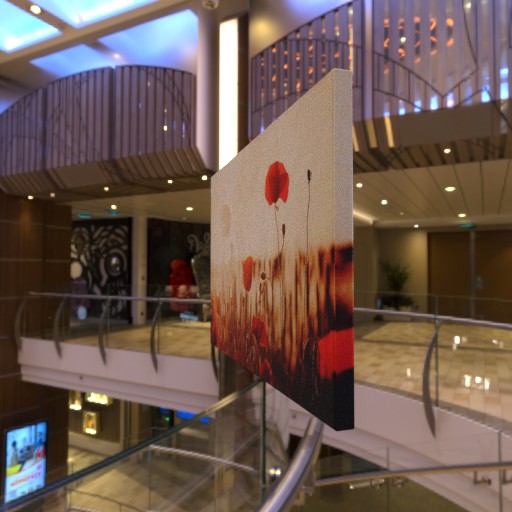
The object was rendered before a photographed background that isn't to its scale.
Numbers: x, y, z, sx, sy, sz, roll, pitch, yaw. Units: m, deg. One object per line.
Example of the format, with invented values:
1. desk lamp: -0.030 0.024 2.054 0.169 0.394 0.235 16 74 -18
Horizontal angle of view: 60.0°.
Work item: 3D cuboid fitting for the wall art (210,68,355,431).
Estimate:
1. wall art: 0.000 0.000 1.171 0.038 0.602 0.918 1 -2 -19
